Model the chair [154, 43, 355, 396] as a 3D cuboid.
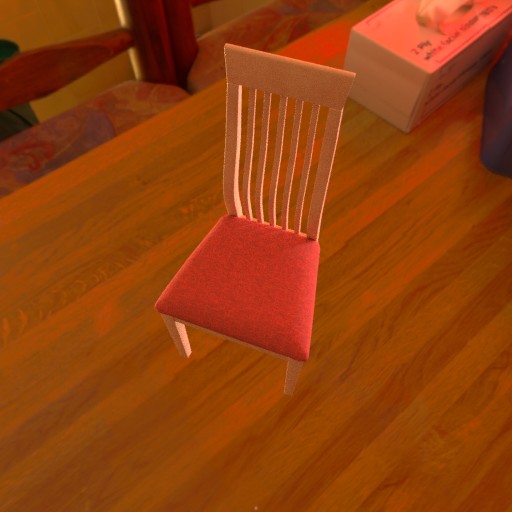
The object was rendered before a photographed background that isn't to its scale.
[{"bbox_3d":[0.000,0.000,1.290,0.460,1.027,0.474,17,62,10],"label":"chair"}]
